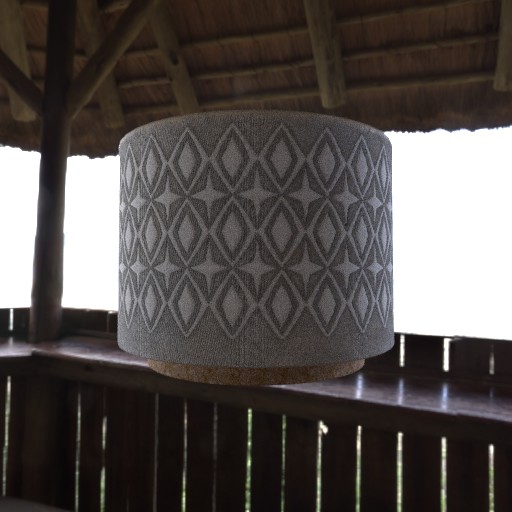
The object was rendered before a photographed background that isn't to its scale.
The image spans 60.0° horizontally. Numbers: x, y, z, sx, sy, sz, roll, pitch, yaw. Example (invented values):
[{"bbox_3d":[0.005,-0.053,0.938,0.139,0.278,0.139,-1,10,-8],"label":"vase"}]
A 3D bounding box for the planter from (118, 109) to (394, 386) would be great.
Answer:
[{"bbox_3d":[0.000,0.000,0.277,0.164,0.127,0.164,0,-1,0],"label":"planter"}]
